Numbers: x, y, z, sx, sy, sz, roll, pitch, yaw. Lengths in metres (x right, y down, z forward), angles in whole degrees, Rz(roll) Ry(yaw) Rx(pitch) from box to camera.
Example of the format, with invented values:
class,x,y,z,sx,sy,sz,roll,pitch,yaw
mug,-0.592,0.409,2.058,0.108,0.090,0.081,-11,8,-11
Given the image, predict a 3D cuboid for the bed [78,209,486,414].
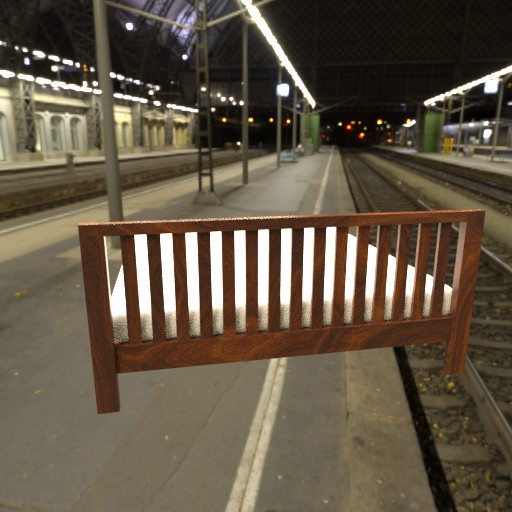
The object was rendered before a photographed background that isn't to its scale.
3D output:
class,x,y,z,sx,sy,sz,roll,pitch,yaw
bed,0.000,0.000,3.082,1.905,0.890,2.030,-3,15,-11
